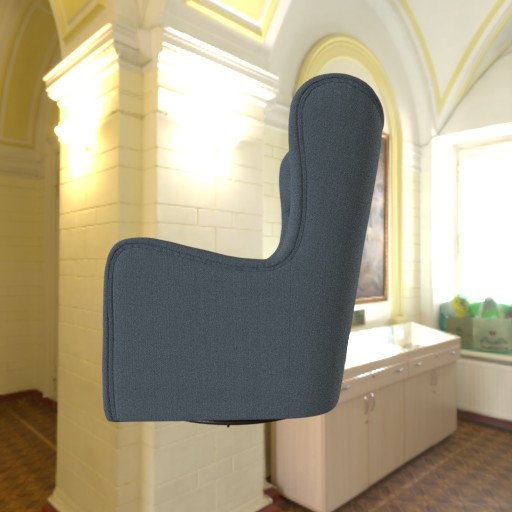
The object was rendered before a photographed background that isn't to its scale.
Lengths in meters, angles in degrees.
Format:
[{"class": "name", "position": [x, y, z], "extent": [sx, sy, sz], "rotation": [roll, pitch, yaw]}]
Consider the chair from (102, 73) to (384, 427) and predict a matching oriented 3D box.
[{"class": "chair", "position": [0.000, 0.000, 1.706], "extent": [0.930, 1.079, 0.831], "rotation": [0, -1, 1]}]
